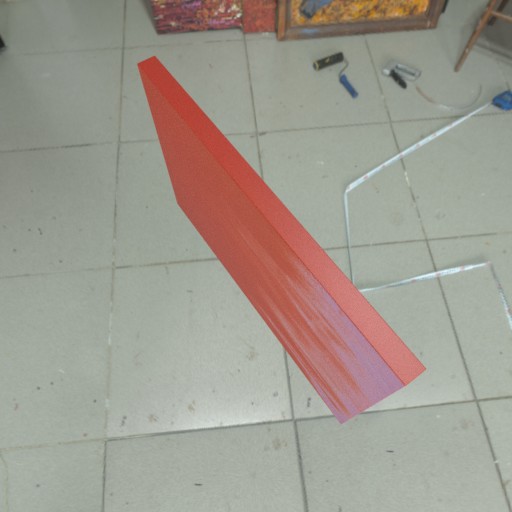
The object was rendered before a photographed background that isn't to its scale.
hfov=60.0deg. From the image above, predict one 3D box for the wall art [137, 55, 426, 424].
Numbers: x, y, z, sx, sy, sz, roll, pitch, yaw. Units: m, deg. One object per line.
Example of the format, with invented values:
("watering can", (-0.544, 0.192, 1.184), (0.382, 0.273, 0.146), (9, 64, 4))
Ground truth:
("wall art", (0.000, 0.000, 0.775), (0.033, 0.405, 0.607), (-32, 68, -15))
